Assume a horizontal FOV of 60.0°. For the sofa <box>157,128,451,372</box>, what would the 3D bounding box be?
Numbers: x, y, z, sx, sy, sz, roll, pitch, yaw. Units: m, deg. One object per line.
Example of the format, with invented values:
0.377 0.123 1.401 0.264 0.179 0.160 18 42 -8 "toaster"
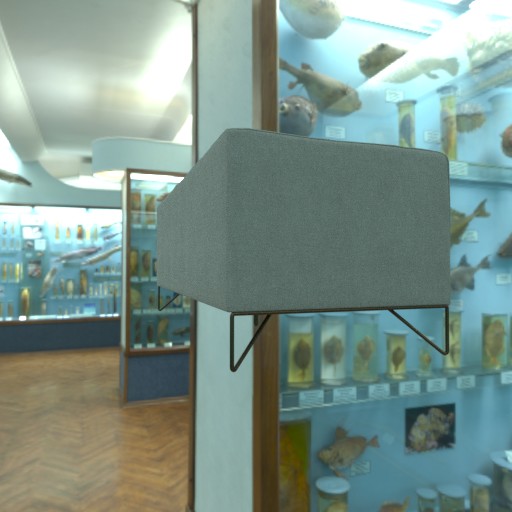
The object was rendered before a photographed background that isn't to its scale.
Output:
0.000 0.000 2.534 0.912 0.798 2.079 0 -1 -19 "sofa"
